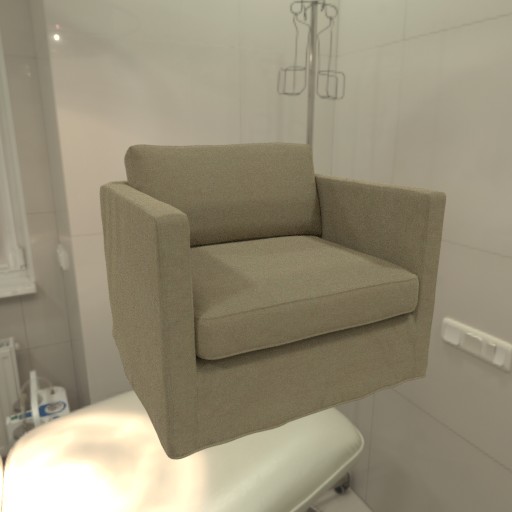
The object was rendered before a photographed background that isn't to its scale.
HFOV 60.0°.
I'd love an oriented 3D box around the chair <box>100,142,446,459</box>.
[{"bbox_3d":[0.000,0.000,1.765,1.057,0.863,0.949,-8,17,-26],"label":"chair"}]
